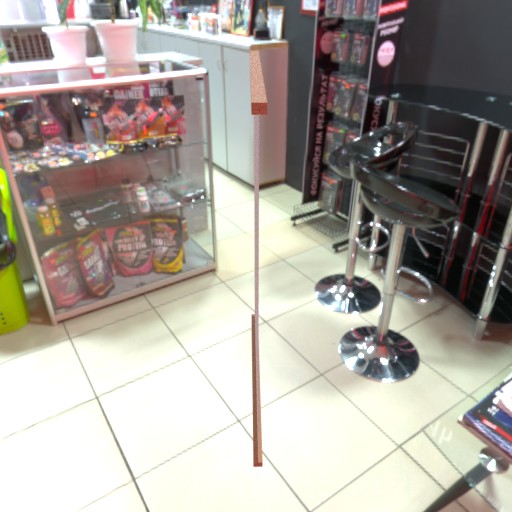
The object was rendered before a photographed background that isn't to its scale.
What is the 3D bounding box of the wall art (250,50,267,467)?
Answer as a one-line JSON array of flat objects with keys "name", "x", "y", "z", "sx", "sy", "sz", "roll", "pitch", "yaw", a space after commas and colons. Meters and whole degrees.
[{"name": "wall art", "x": 0.000, "y": 0.000, "z": 1.923, "sx": 0.040, "sy": 1.510, "sz": 0.991, "roll": -1, "pitch": 32, "yaw": -1}]
